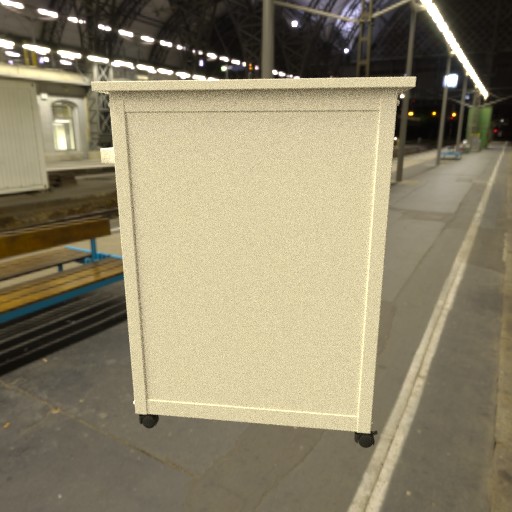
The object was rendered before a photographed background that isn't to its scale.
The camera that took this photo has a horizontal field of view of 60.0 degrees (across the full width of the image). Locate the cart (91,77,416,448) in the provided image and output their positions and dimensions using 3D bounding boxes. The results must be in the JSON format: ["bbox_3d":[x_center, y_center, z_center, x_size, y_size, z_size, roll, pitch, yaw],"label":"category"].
[{"bbox_3d":[0.000,0.000,1.225,0.683,0.864,0.442,2,16,7],"label":"cart"}]
